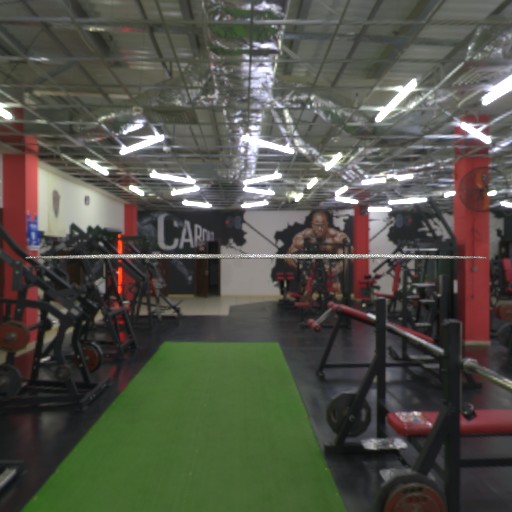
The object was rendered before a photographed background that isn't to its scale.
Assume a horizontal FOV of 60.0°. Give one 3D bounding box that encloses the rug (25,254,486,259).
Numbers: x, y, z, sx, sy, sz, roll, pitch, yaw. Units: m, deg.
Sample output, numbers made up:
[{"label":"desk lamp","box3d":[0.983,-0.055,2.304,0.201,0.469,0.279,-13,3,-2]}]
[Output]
[{"label":"rug","box3d":[0.000,0.000,2.096,1.652,0.006,1.035,0,1,1]}]
